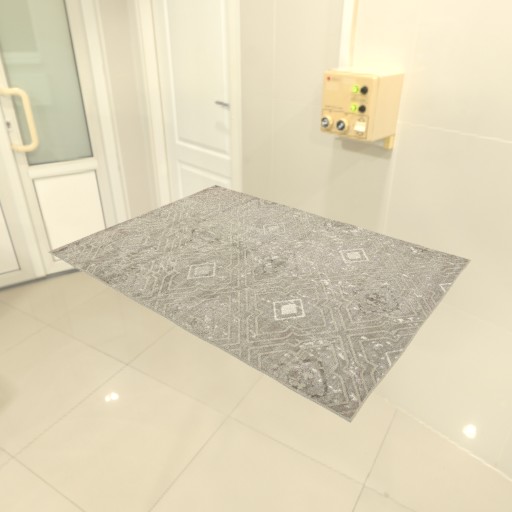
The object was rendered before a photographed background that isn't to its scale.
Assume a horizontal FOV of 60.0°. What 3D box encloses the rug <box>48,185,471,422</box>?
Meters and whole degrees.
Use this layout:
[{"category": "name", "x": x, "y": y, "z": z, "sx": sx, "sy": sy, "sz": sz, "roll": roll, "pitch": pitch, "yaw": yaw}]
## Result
[{"category": "rug", "x": 0.000, "y": 0.000, "z": 4.338, "sx": 3.359, "sy": 0.020, "sz": 2.448, "roll": 21, "pitch": 36, "yaw": 33}]
